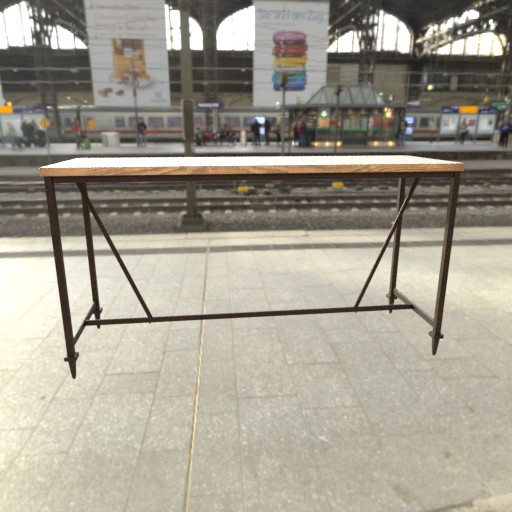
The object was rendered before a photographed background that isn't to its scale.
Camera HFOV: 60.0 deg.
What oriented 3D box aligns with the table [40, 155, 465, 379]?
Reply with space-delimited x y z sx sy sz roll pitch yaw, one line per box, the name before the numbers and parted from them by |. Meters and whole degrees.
table | 0.000 0.000 2.136 1.700 0.902 0.551 -2 16 -7
